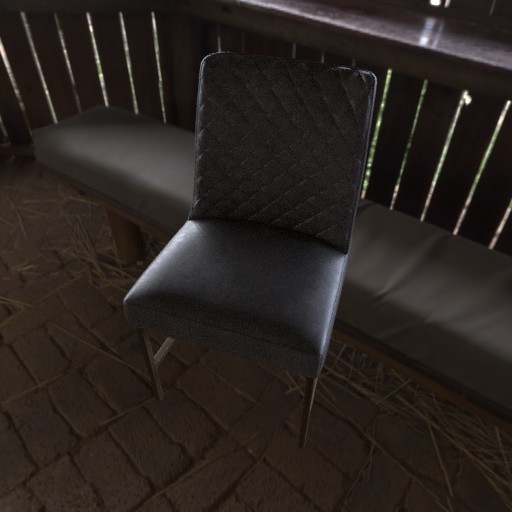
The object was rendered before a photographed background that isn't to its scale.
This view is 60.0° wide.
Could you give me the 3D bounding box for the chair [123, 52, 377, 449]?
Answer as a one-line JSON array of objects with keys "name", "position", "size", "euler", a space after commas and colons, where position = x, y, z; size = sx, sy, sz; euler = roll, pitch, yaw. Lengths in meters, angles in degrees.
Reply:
[{"name": "chair", "position": [0.000, 0.000, 1.229], "size": [0.508, 0.889, 0.587], "euler": [13, 43, 14]}]
